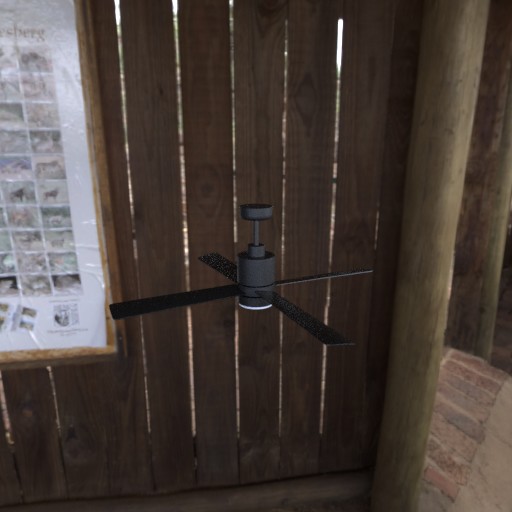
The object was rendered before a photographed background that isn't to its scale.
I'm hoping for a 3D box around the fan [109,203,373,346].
[{"bbox_3d":[0.000,0.000,2.357,1.525,0.534,1.525,-7,17,-25],"label":"fan"}]
